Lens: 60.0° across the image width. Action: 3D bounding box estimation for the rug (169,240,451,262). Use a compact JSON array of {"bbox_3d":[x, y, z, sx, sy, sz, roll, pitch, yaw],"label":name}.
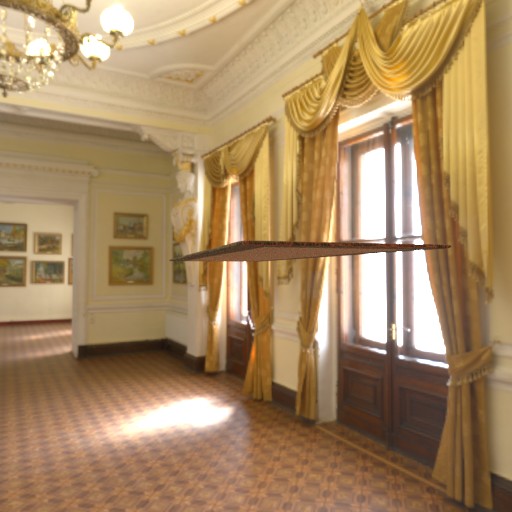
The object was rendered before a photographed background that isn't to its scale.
[{"bbox_3d":[0.000,0.000,2.684,0.810,0.016,2.413,1,-2,-16],"label":"rug"}]
